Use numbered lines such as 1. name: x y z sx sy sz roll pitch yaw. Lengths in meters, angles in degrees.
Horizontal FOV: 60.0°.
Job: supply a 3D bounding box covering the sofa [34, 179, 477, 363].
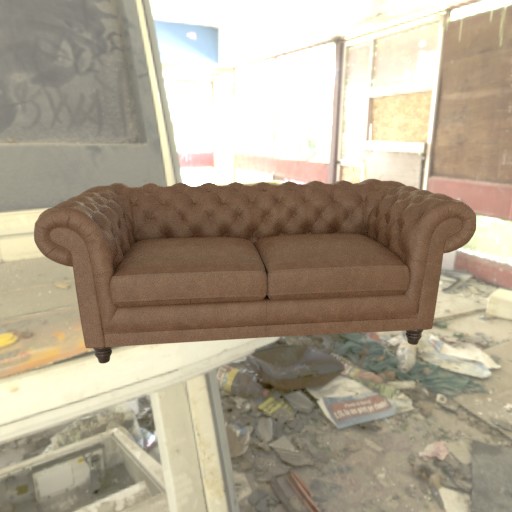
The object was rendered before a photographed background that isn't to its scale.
1. sofa: 0.000 0.000 2.507 2.048 0.784 0.955 -2 16 -7
